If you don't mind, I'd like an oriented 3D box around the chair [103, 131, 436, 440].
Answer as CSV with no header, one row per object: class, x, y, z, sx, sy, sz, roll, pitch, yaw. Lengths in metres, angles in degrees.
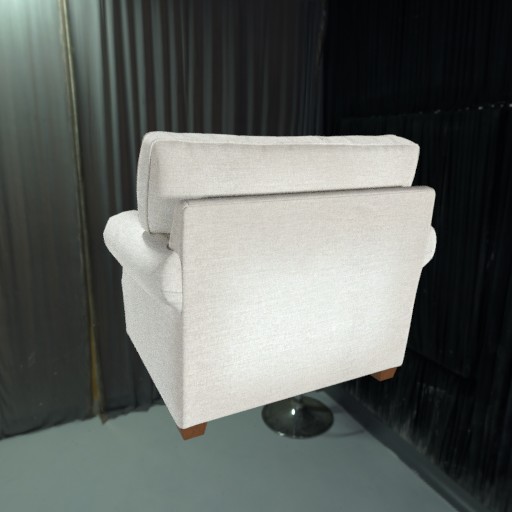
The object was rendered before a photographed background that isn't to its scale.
chair,0.000,0.000,1.814,1.092,0.961,0.965,-7,16,-26
